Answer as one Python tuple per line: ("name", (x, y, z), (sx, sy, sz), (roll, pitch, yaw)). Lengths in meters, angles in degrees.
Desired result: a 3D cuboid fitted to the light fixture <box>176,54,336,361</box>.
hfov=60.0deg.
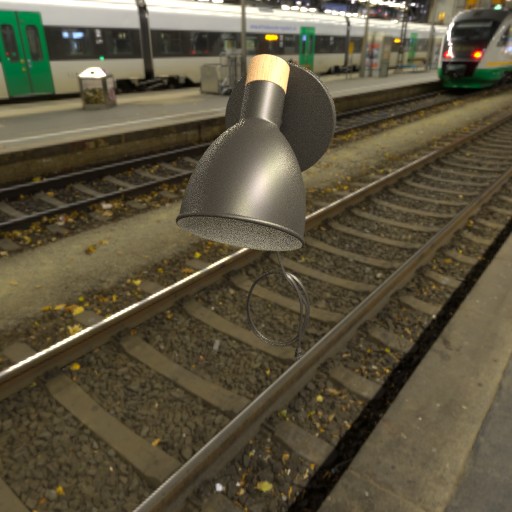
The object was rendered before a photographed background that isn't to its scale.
("light fixture", (0.000, 0.000, 0.485), (0.127, 0.401, 0.203), (7, 26, 15))
